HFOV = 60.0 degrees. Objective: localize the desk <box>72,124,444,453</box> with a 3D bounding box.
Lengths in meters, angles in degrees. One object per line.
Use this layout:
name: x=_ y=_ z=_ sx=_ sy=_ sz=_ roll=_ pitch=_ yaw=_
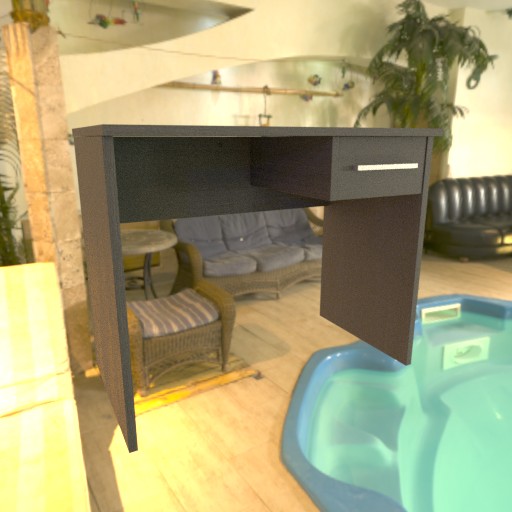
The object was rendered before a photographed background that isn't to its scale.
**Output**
desk: x=0.000 y=0.000 z=1.312 sx=0.893 sy=0.724 sz=0.498 roll=-8 pitch=17 yaw=-27
